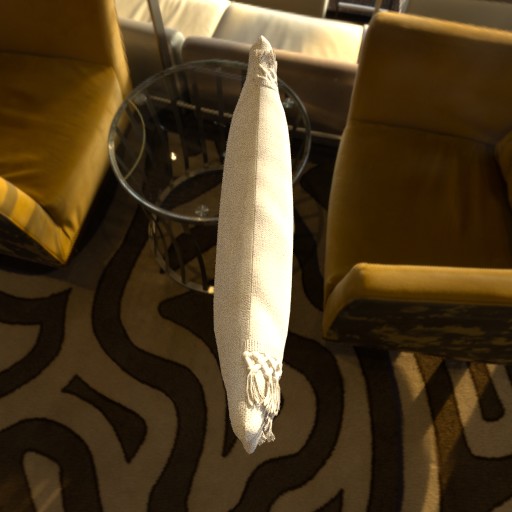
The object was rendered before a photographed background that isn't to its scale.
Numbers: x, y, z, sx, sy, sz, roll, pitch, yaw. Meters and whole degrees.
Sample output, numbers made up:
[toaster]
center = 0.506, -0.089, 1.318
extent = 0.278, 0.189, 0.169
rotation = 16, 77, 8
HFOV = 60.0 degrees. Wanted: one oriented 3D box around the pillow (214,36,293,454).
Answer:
[pillow]
center = 0.000, 0.000, 0.577
extent = 0.084, 0.305, 0.466
rotation = 2, 64, 1
